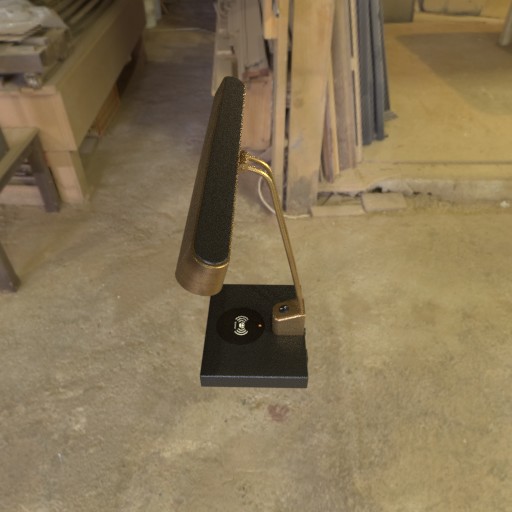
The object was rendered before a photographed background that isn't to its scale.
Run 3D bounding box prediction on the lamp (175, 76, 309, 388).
[{"bbox_3d":[0.000,0.000,0.600,0.156,0.345,0.412,1,41,1],"label":"lamp"}]
